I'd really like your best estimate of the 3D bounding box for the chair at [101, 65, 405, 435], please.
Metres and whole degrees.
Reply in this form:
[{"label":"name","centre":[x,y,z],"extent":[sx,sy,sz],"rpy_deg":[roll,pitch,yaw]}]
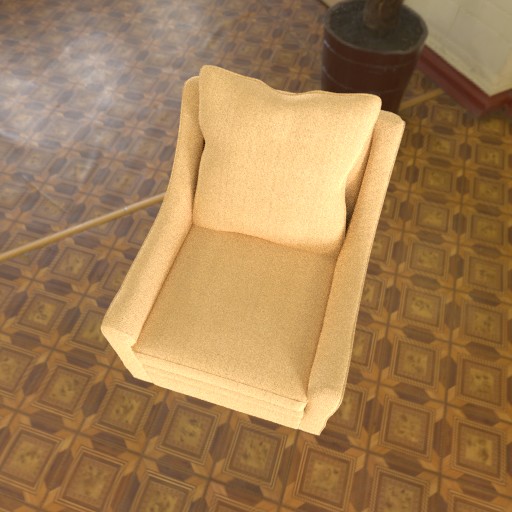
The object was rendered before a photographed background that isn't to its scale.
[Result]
[{"label":"chair","centre":[0.000,0.000,1.554],"extent":[0.760,0.927,0.876],"rpy_deg":[14,58,9]}]
